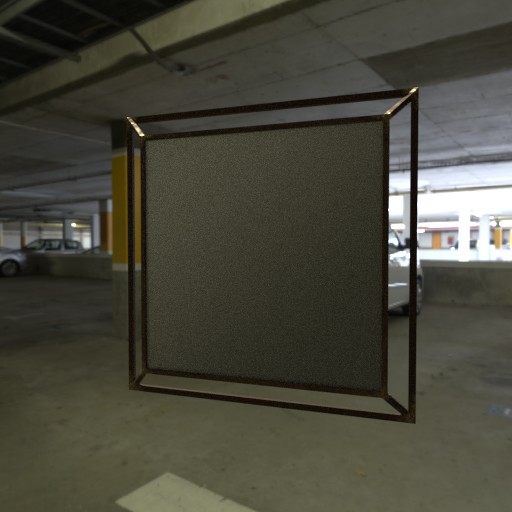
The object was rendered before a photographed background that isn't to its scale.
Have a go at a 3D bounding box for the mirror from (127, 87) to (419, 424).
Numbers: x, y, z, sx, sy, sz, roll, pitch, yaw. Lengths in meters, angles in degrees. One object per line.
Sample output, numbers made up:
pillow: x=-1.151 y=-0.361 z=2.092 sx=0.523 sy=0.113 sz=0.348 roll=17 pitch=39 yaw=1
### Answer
mirror: x=0.000 y=0.000 z=0.892 sx=0.610 sy=0.610 sz=0.032 roll=0 pitch=2 yaw=18
